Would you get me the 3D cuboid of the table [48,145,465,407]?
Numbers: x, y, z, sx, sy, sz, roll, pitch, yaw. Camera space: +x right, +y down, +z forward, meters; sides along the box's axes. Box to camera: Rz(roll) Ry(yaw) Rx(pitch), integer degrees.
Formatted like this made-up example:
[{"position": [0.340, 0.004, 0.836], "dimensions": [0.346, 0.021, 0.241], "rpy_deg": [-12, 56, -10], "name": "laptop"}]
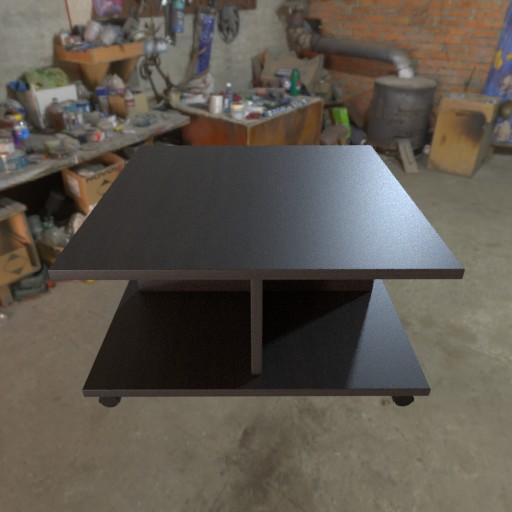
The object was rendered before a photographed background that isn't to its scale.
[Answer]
[{"position": [0.000, 0.000, 1.236], "dimensions": [0.762, 0.396, 0.762], "rpy_deg": [0, 31, 0], "name": "table"}]
